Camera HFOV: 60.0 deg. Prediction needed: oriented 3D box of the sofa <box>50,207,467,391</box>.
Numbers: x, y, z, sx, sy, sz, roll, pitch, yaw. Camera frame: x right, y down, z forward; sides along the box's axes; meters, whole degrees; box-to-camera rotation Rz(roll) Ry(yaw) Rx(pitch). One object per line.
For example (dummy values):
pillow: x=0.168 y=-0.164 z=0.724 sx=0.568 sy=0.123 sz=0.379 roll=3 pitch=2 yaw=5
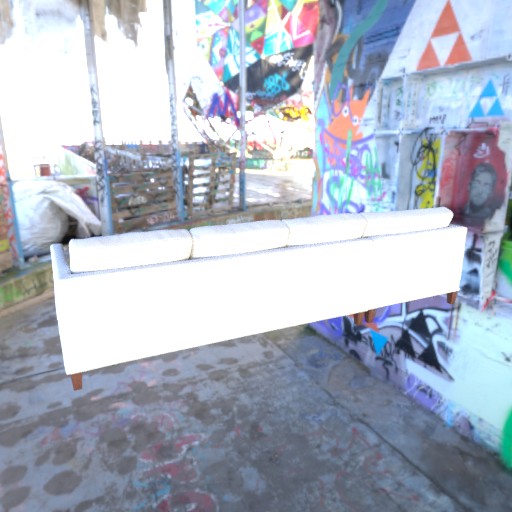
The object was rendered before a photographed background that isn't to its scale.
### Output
sofa: x=0.000 y=0.000 z=3.794 sx=3.186 sy=0.861 sz=1.625 roll=-7 pitch=17 yaw=-25
